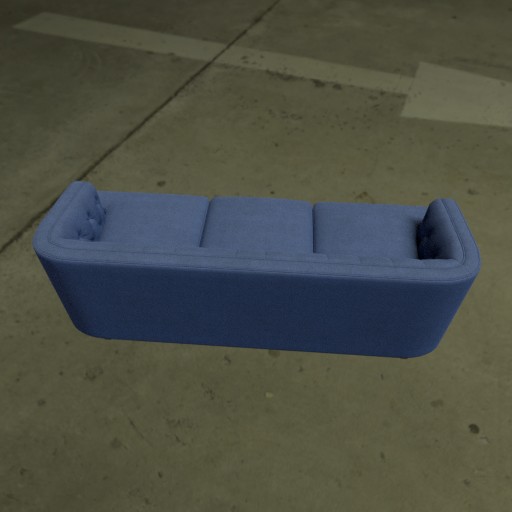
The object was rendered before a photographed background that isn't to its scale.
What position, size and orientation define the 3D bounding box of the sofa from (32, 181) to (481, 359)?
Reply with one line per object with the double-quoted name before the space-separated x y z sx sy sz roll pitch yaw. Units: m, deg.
"sofa" 0.000 0.000 2.563 2.235 0.787 0.914 3 47 3
